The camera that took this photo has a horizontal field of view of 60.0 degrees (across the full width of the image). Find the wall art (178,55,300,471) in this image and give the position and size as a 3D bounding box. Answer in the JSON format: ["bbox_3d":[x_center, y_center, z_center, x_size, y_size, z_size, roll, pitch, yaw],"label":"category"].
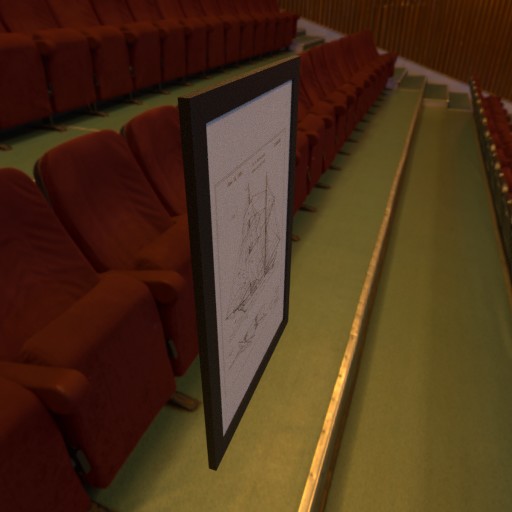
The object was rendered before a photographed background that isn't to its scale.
[{"bbox_3d":[0.000,0.000,0.686,0.013,0.534,0.381,10,31,17],"label":"wall art"}]
